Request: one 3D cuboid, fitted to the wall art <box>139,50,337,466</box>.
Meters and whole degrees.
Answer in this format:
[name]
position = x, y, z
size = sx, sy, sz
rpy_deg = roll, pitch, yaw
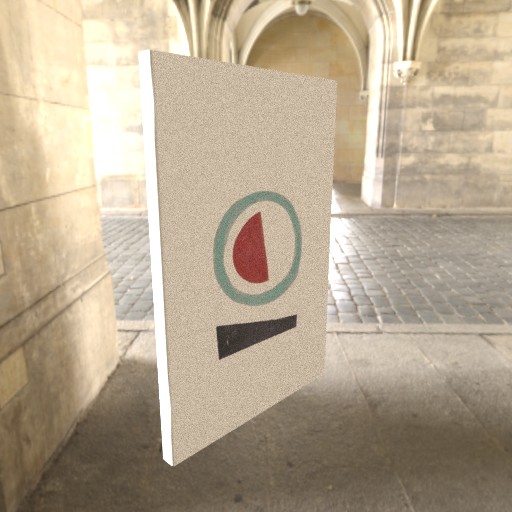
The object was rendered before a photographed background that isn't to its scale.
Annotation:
[wall art]
position = 0.000, 0.000, 1.146
size = 0.048, 0.902, 0.602
rpy_deg = 14, 20, 42
